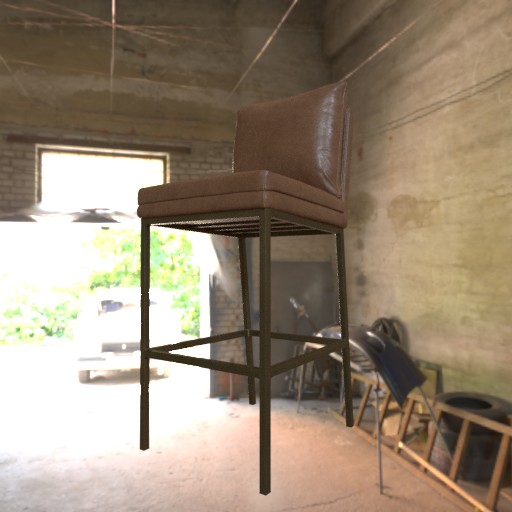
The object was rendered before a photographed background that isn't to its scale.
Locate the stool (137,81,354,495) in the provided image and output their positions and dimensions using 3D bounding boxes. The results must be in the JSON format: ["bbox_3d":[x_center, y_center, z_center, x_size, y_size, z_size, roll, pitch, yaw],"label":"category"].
[{"bbox_3d":[0.000,0.000,1.386,0.463,1.124,0.571,-1,-1,36],"label":"stool"}]
